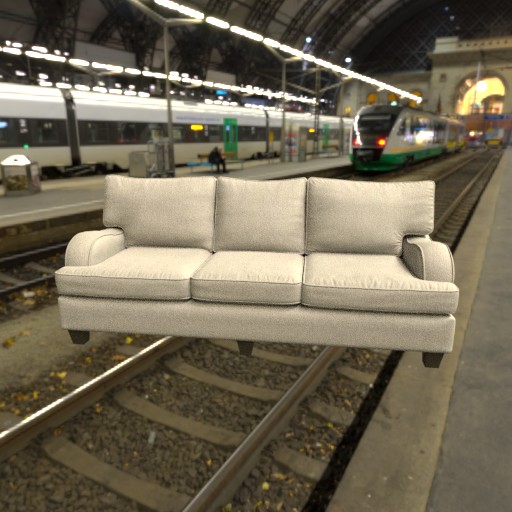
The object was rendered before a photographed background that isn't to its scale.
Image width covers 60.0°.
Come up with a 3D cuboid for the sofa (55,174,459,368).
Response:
[{"bbox_3d":[0.000,0.000,2.924,2.323,0.991,1.016,2,15,8],"label":"sofa"}]
